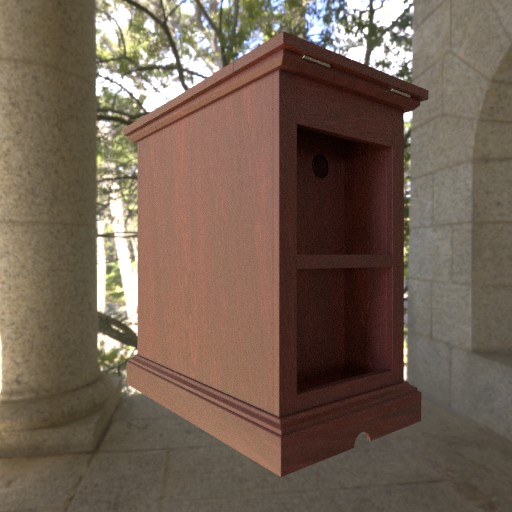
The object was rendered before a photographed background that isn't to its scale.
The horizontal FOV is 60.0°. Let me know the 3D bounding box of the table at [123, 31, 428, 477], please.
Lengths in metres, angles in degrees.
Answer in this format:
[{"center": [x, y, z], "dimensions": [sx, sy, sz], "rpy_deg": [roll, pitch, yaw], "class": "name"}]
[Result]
[{"center": [0.000, 0.000, 0.942], "dimensions": [0.356, 0.612, 0.584], "rpy_deg": [0, 0, -38], "class": "table"}]
